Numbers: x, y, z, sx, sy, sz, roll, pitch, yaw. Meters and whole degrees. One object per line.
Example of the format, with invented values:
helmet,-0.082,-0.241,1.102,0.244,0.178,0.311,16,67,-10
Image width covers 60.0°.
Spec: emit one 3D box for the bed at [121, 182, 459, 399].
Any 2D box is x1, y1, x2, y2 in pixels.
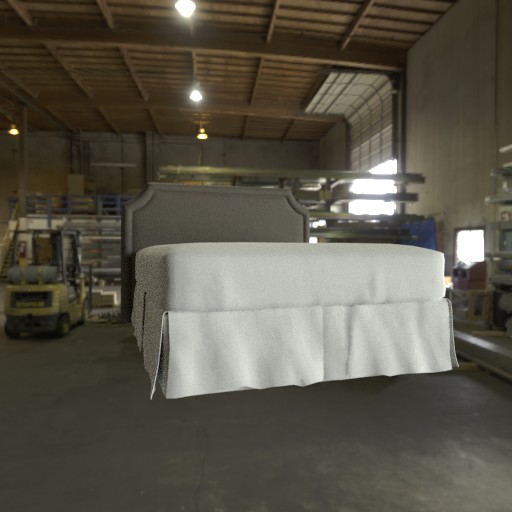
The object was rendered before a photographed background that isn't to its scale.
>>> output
bed,0.000,0.000,3.223,1.831,1.297,2.181,0,1,-19
